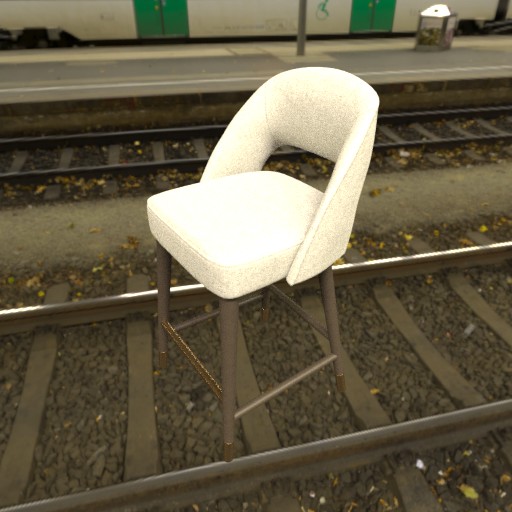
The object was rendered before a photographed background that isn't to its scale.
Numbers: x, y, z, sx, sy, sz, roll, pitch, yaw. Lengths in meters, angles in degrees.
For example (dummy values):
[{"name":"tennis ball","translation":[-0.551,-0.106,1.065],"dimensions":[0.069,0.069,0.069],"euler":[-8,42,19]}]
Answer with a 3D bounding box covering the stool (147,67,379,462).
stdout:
[{"name":"stool","translation":[0.000,0.000,1.250],"dimensions":[0.509,0.940,0.494],"euler":[-20,37,-29]}]
